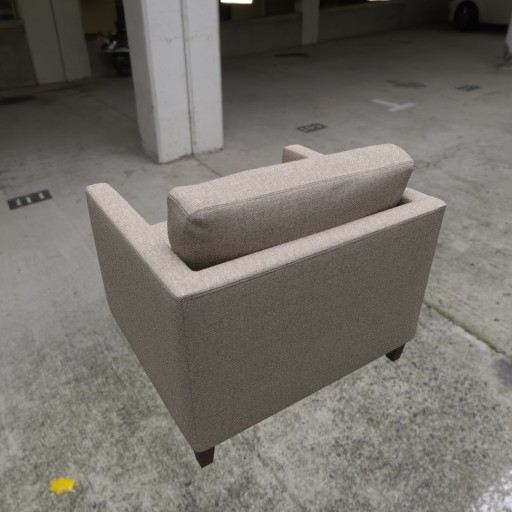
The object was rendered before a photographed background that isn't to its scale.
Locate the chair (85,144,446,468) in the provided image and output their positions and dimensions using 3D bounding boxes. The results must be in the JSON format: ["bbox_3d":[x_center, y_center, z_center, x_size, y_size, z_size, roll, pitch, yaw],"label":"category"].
[{"bbox_3d":[0.000,0.000,1.850,1.107,0.961,0.959,-18,35,-28],"label":"chair"}]
